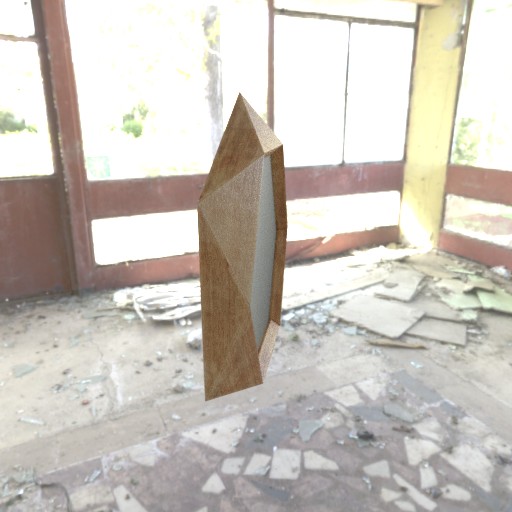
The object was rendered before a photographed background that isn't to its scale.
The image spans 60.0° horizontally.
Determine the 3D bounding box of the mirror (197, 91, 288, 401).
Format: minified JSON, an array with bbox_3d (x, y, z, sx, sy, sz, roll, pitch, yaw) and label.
[{"bbox_3d":[0.000,0.000,1.116,0.091,0.779,0.675,3,18,10],"label":"mirror"}]
